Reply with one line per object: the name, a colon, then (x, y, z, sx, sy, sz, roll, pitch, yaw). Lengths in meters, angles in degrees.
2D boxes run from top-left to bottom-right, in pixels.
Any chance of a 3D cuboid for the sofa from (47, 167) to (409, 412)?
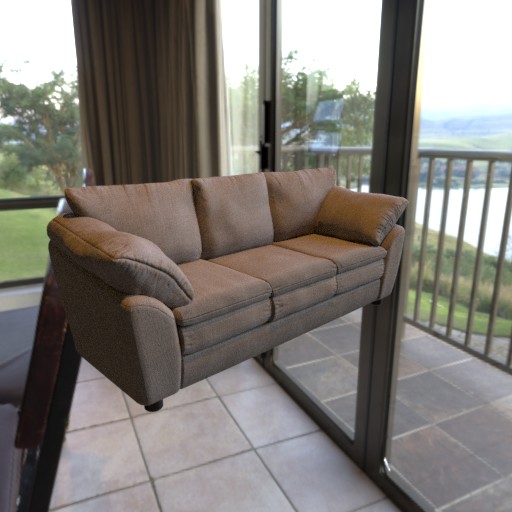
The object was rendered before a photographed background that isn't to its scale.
sofa: (0.000, 0.000, 2.829, 2.334, 0.996, 0.878, -14, 21, -42)
